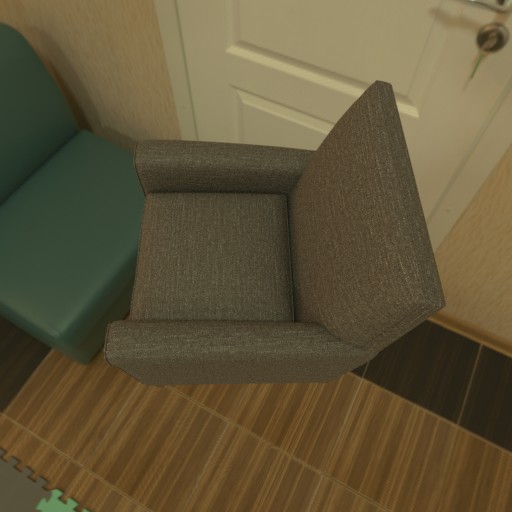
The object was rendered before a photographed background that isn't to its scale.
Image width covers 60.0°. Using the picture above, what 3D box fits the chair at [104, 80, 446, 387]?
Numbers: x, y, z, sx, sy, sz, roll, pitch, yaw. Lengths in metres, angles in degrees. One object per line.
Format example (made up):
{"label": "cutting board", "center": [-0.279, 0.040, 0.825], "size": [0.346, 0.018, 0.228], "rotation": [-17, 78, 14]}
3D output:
{"label": "chair", "center": [0.000, 0.000, 1.581], "size": [0.875, 0.885, 0.838], "rotation": [-1, 61, -1]}
